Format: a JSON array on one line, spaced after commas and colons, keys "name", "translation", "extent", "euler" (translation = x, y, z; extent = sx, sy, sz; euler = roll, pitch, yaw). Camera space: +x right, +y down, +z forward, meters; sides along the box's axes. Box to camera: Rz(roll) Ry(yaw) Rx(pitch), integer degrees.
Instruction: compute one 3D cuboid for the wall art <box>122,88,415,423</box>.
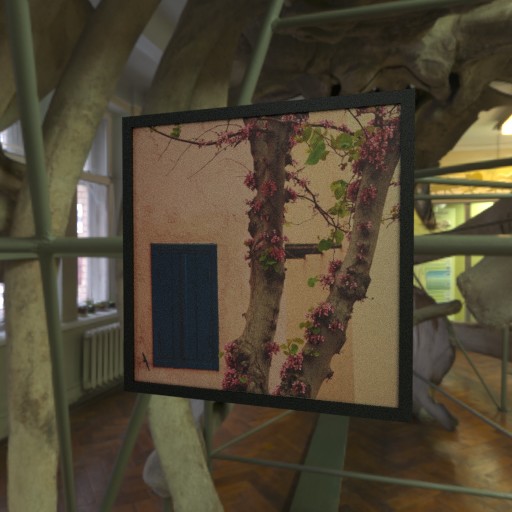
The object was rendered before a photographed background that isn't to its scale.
[{"name": "wall art", "translation": [0.000, 0.000, 1.137], "extent": [0.762, 0.762, 0.038], "euler": [0, 1, 17]}]
